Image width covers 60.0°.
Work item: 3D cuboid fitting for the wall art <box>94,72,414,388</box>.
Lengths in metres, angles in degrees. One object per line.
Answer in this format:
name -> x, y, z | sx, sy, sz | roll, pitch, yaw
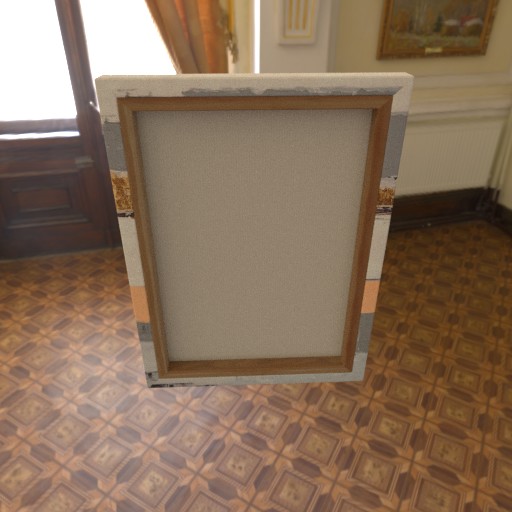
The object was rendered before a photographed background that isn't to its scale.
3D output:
wall art -> 0.000, 0.000, 0.798 | 0.456, 0.609, 0.038 | -1, 30, -2
